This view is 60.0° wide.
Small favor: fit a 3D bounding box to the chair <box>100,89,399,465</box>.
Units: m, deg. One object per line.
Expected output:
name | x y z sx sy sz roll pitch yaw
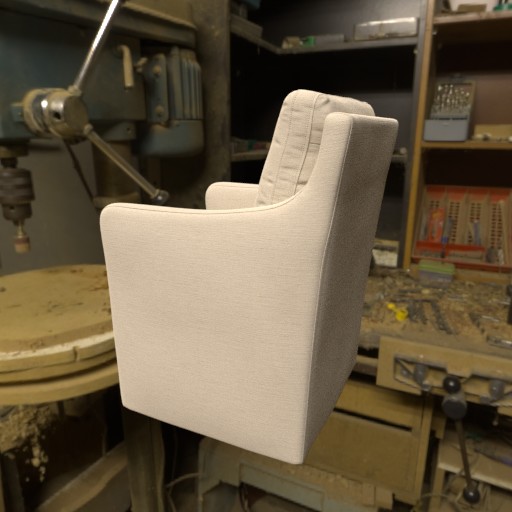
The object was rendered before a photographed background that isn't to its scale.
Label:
chair | 0.000 0.000 1.355 0.694 0.914 0.626 8 18 25
